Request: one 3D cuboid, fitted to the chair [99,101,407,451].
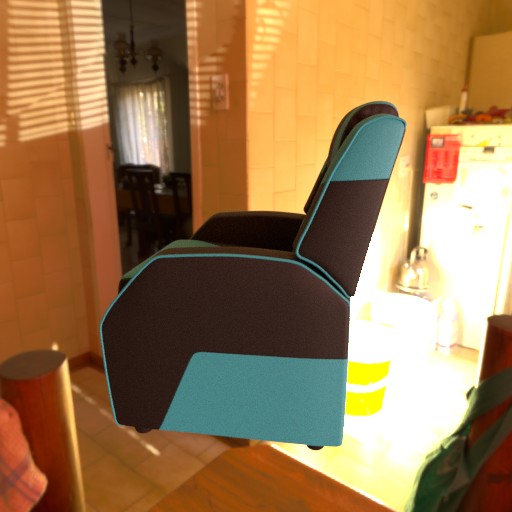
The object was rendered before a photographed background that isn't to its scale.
[{"bbox_3d":[0.000,0.000,1.256,0.672,0.805,0.620,2,15,8],"label":"chair"}]
